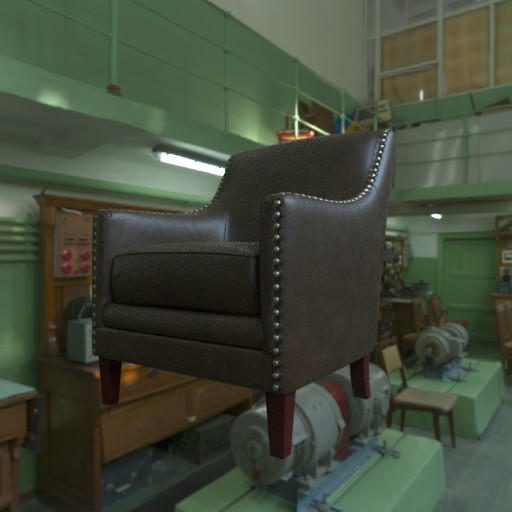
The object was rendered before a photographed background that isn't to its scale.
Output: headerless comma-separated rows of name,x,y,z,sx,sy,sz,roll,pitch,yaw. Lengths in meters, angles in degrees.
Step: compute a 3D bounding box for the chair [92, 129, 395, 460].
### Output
chair,0.000,0.000,1.313,0.639,0.813,0.704,0,0,35
